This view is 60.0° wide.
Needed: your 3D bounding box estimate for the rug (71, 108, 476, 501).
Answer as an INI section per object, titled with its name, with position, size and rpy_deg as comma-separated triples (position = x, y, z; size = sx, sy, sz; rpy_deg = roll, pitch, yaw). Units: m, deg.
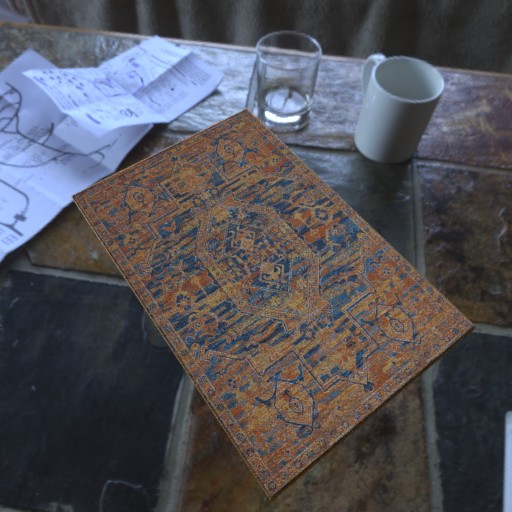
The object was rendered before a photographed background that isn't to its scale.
[rug]
position = 0.000, 0.000, 2.160
size = 1.148, 0.013, 1.758
rpy_deg = -32, 64, -18
